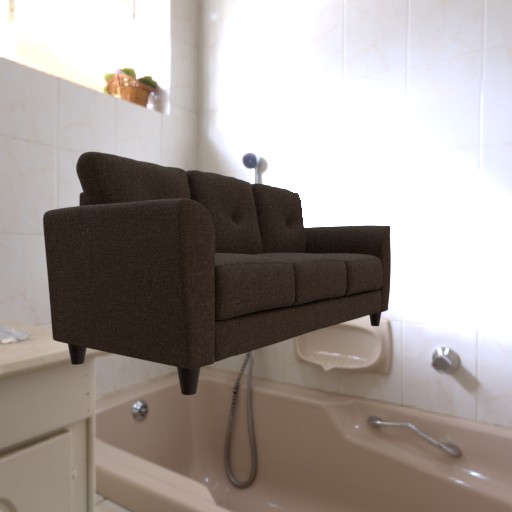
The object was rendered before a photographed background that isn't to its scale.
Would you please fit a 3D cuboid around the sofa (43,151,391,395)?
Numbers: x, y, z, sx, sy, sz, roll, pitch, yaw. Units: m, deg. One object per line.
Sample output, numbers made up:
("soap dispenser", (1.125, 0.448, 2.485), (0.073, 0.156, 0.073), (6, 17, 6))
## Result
("sofa", (0.000, 0.000, 2.319), (0.837, 0.891, 1.847), (0, 1, 36))
